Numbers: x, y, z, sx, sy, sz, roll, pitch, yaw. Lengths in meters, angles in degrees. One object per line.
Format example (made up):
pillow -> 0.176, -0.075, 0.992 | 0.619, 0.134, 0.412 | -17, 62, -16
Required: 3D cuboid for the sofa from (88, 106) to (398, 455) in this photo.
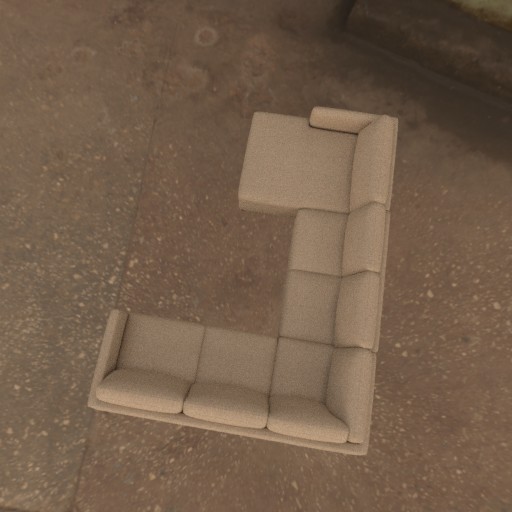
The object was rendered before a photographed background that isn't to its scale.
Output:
sofa -> 0.000, 0.000, 4.562 | 2.551, 0.889, 3.403 | 9, 75, 2
